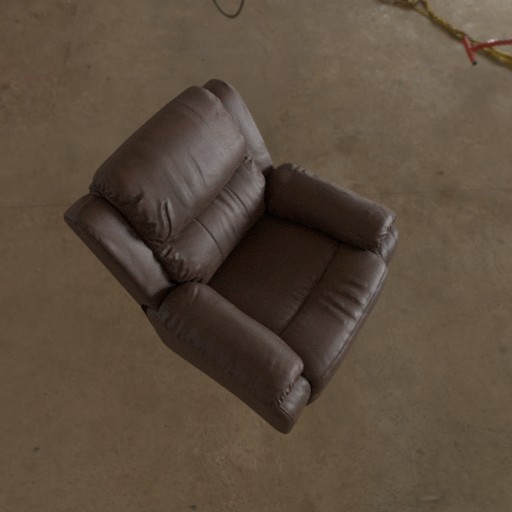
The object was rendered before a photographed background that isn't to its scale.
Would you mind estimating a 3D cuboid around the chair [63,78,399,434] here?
[{"bbox_3d":[0.000,0.000,1.278,0.707,0.702,0.680,30,64,16],"label":"chair"}]
